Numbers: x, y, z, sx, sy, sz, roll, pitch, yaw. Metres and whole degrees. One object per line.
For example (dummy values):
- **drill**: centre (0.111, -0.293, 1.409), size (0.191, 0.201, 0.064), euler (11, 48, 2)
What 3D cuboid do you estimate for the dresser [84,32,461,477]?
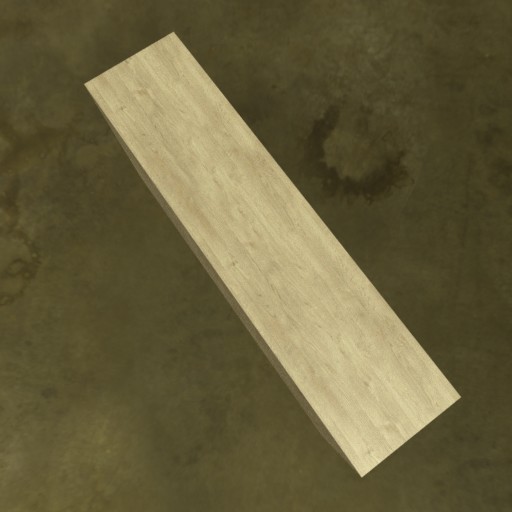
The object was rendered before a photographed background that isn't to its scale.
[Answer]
- **dresser**: centre (0.000, 0.000, 1.844), size (0.390, 0.795, 1.590), euler (-35, 79, -8)
